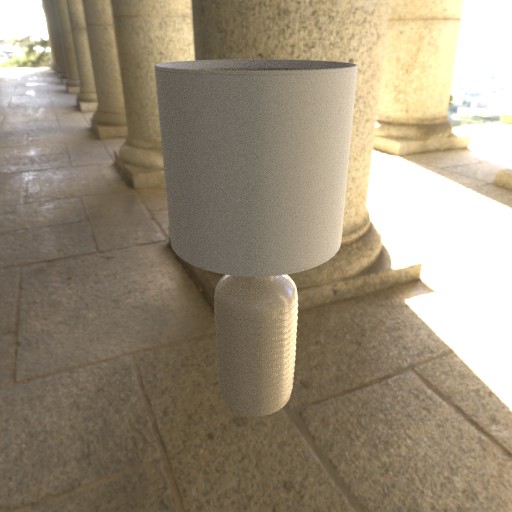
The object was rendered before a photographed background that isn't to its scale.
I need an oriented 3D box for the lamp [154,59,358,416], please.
[{"bbox_3d":[0.000,0.000,0.596,0.220,0.475,0.220,18,32,32],"label":"lamp"}]
